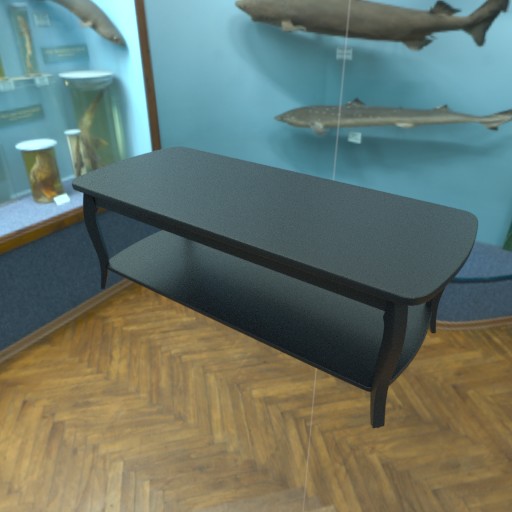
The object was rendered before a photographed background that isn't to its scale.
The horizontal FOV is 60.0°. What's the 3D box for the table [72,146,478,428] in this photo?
[{"bbox_3d":[0.000,0.000,1.581,1.333,0.457,0.571,20,35,30],"label":"table"}]
